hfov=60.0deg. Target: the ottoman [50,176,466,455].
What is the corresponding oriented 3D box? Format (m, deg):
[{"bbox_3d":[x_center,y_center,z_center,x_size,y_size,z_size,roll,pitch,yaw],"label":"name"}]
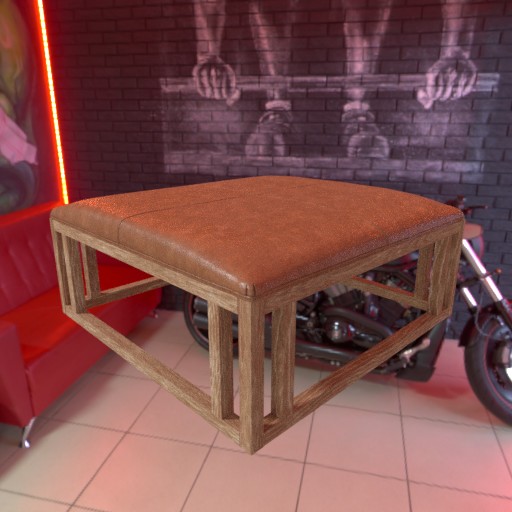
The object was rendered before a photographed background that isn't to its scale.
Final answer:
[{"bbox_3d":[0.000,0.000,1.557,1.016,0.442,1.013,-16,24,-42],"label":"ottoman"}]
